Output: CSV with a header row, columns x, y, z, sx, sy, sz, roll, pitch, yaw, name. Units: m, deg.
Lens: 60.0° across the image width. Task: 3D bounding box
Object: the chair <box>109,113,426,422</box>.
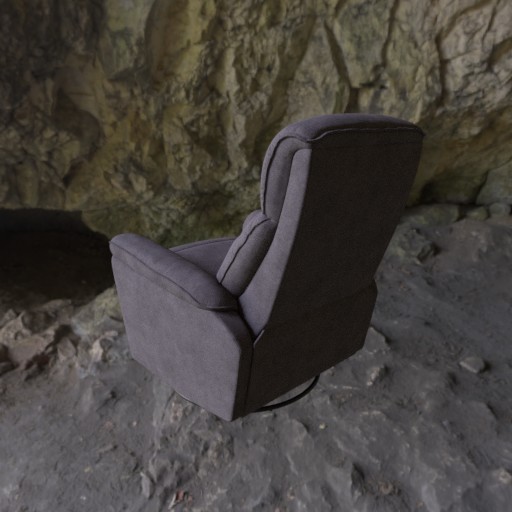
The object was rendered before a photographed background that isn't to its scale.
x,y,z,sx,sy,sz,roll,pitch,yaw,name
0.000,0.000,1.704,0.830,1.036,1.009,-15,23,-40,chair
